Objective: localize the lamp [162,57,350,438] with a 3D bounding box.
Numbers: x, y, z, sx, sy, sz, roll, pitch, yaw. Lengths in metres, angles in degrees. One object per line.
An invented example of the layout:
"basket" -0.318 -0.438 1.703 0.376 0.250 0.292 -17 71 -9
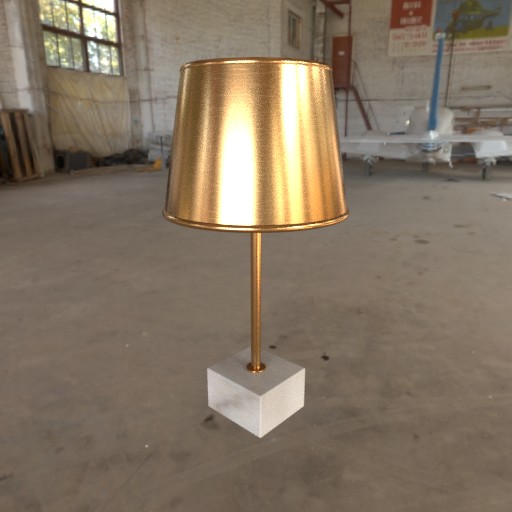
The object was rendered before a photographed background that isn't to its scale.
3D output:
"lamp" 0.000 0.000 0.517 0.208 0.406 0.208 0 16 0
